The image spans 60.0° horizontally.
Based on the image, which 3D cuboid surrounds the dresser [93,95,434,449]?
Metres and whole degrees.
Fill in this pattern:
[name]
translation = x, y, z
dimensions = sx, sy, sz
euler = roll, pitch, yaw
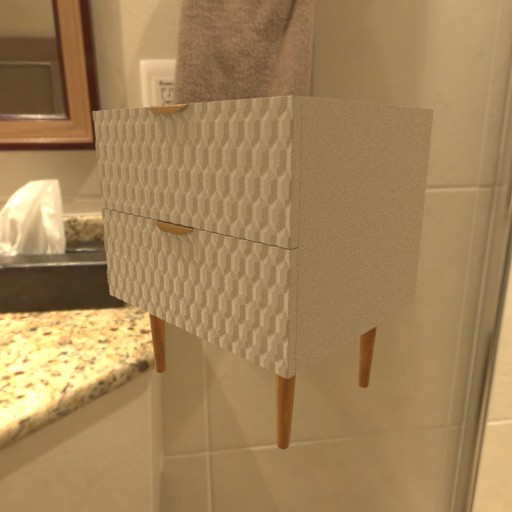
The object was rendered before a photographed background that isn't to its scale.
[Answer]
[dresser]
translation = 0.000, 0.000, 0.907
dimensions = 0.503, 0.568, 0.414
euler = 14, 21, 42
